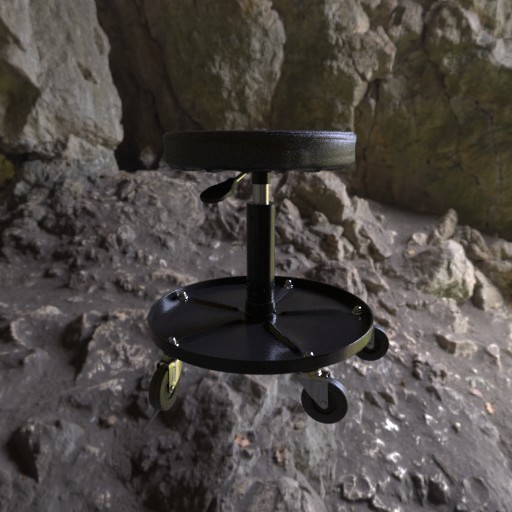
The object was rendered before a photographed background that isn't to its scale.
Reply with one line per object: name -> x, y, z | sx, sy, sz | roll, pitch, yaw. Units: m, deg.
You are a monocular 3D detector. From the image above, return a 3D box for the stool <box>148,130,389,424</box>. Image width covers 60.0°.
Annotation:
stool -> 0.000, 0.000, 0.674 | 0.381, 0.365, 0.382 | 7, 17, 26
